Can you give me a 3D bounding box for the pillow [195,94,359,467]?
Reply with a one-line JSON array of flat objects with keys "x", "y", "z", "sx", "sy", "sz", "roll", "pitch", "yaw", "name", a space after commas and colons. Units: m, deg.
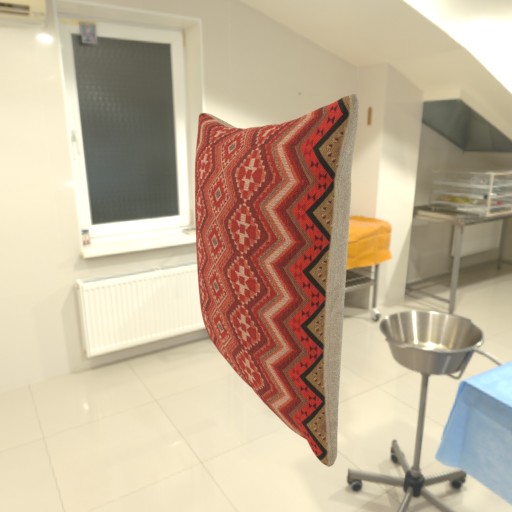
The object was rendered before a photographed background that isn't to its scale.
[{"x": 0.000, "y": 0.000, "z": 0.789, "sx": 0.158, "sy": 0.511, "sz": 0.513, "roll": -8, "pitch": 18, "yaw": -25, "name": "pillow"}]
